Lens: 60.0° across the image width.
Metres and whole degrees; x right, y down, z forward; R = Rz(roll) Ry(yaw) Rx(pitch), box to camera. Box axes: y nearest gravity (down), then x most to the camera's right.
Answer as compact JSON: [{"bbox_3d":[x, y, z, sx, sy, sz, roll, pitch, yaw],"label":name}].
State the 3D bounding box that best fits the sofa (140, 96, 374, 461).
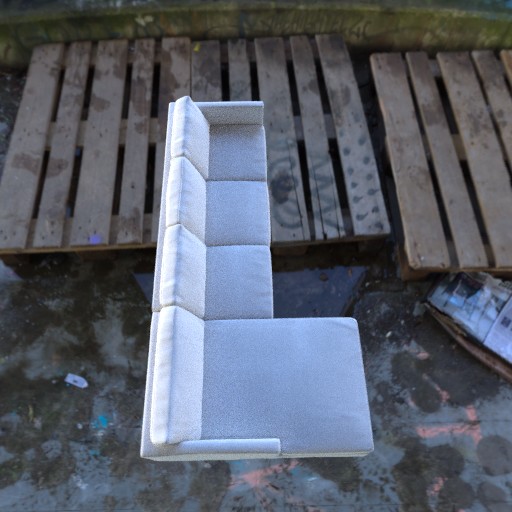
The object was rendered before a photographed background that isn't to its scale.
[{"bbox_3d":[0.000,0.000,3.846,1.625,0.861,3.186,-1,63,-1],"label":"sofa"}]
